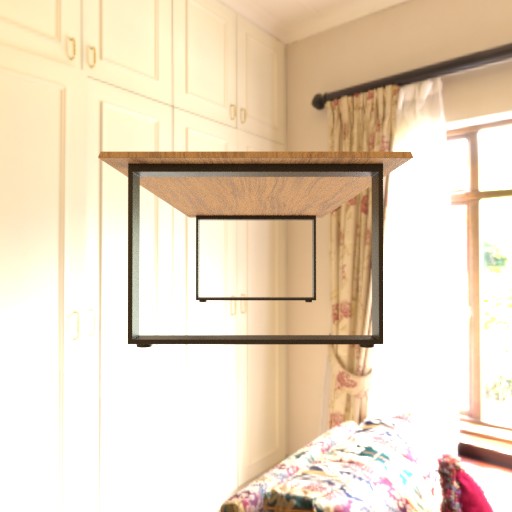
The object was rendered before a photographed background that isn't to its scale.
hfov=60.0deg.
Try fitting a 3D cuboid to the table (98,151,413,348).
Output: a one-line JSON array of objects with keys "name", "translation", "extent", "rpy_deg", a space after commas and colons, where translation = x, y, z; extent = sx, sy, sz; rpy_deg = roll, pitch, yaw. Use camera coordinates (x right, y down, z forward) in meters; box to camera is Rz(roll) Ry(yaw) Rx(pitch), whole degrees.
[{"name": "table", "translation": [0.000, 0.000, 1.635], "extent": [0.693, 0.445, 1.331], "rpy_deg": [0, -1, 0]}]
